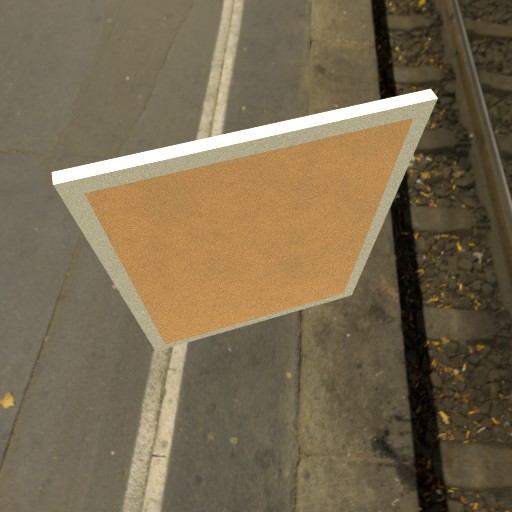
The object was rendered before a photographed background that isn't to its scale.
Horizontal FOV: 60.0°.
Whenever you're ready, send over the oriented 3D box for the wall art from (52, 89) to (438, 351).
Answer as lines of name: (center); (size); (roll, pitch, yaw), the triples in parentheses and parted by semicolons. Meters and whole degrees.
wall art: (0.000, 0.000, 1.088); (0.661, 0.811, 0.026); (-15, 61, -8)
